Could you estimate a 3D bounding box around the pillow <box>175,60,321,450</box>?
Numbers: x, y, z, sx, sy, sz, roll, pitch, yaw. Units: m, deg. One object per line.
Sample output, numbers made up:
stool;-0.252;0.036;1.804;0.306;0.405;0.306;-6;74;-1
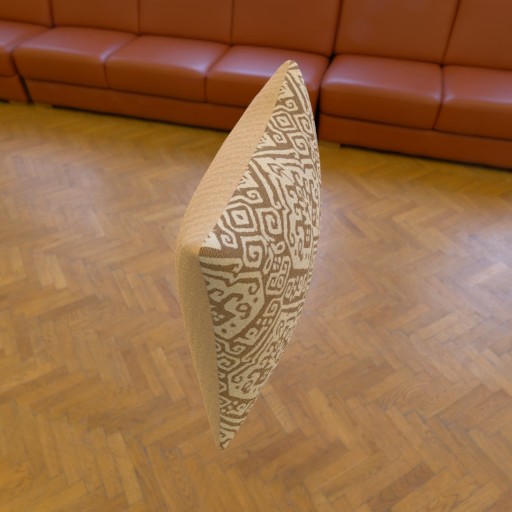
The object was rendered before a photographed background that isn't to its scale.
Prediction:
pillow;0.000;0.000;0.648;0.173;0.407;0.419;10;46;10
